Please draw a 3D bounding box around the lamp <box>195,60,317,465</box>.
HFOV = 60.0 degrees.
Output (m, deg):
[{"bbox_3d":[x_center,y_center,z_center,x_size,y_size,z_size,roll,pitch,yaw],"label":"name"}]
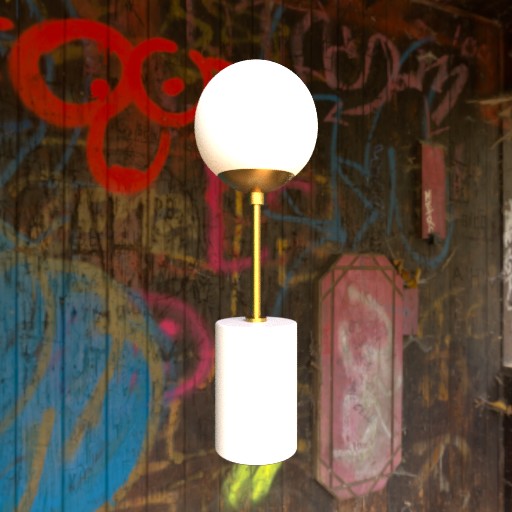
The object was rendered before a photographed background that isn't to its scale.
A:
[{"bbox_3d":[0.000,0.000,0.558,0.153,0.480,0.153,0,0,0],"label":"lamp"}]
